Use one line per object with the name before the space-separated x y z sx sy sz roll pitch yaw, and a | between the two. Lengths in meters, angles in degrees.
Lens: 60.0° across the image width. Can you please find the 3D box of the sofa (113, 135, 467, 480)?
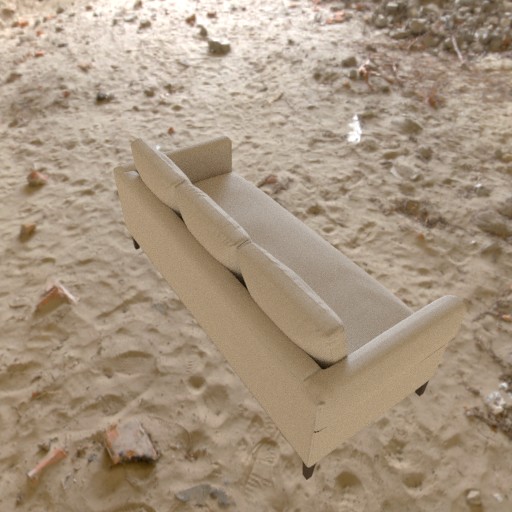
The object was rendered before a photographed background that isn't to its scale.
sofa | 0.000 0.000 2.669 0.902 0.911 2.198 -24 46 -25
